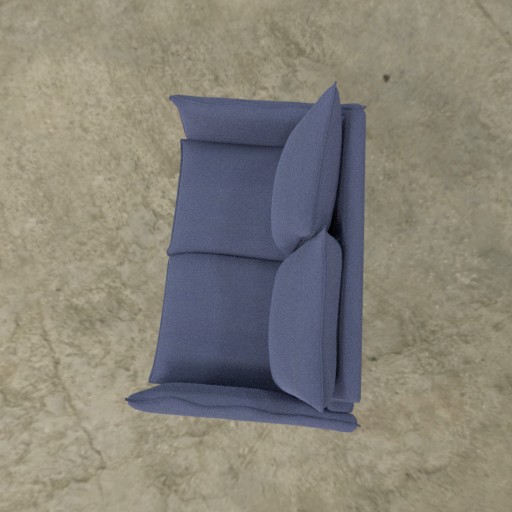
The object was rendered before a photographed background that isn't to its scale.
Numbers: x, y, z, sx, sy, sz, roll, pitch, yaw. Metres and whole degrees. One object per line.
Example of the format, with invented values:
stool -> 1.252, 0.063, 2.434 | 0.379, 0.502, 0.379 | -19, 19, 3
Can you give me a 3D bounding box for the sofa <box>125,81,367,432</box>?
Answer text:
sofa -> 0.000, 0.000, 1.869 | 0.820, 0.840, 1.300 | 4, 75, 1
